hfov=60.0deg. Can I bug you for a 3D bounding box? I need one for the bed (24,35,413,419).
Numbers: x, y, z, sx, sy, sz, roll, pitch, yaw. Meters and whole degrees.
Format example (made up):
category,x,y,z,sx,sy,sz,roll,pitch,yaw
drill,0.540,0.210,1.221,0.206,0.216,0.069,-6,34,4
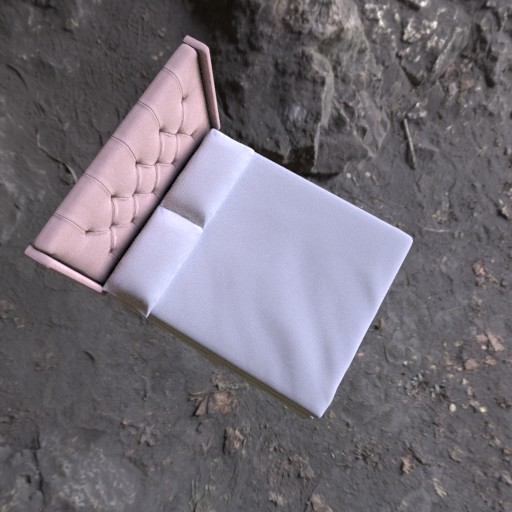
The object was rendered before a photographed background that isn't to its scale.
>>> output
category,x,y,z,sx,sy,sz,roll,pitch,yaw
bed,0.000,0.000,3.321,2.066,1.665,1.719,30,77,7
